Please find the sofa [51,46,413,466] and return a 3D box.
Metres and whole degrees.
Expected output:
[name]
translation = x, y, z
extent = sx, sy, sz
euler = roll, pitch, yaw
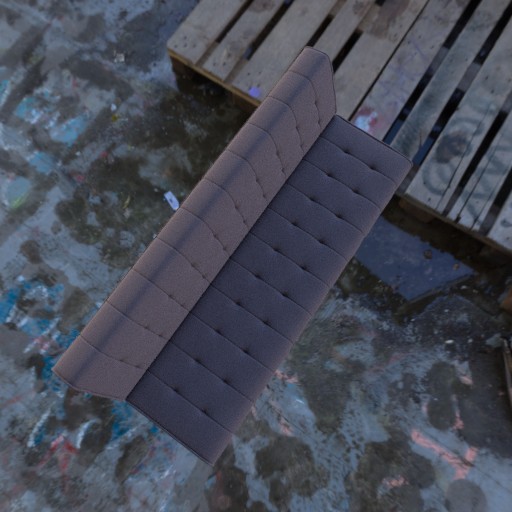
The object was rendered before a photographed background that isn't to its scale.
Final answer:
[sofa]
translation = 0.000, 0.000, 2.058
extent = 0.747, 0.699, 1.703
euler = 34, 78, 8
